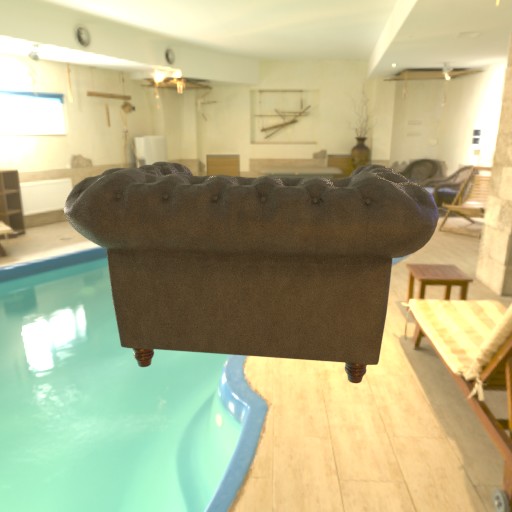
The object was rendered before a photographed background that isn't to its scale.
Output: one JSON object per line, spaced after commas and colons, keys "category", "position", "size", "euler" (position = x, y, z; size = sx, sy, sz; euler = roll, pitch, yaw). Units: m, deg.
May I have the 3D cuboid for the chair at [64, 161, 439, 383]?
{"category": "chair", "position": [0.000, 0.000, 1.917], "size": [1.298, 0.780, 0.943], "euler": [2, 16, 8]}
